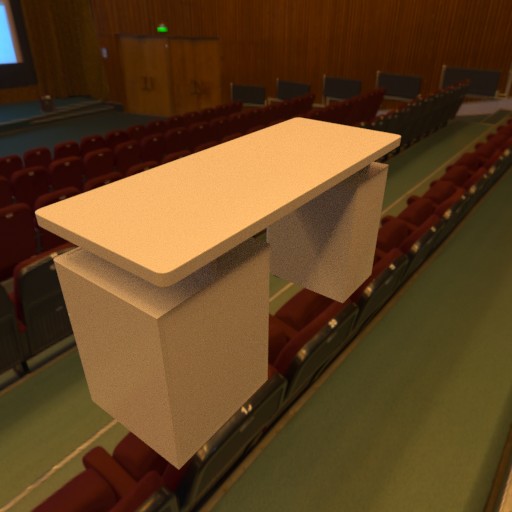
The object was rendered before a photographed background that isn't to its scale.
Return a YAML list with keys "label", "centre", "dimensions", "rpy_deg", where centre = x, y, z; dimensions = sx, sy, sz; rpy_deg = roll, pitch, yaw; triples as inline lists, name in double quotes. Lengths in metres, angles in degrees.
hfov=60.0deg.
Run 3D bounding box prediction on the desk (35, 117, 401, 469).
- label: "desk"
  centre: [0.000, 0.000, 1.797]
  dimensions: [0.550, 0.762, 1.400]
  rpy_deg: [21, 37, 31]
